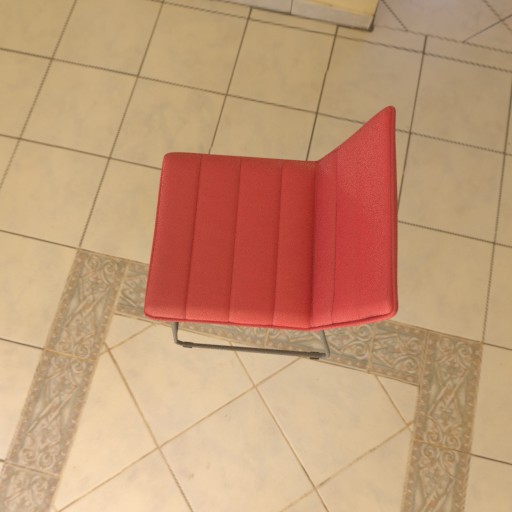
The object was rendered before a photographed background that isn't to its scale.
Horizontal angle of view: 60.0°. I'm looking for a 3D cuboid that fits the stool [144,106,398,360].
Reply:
[{"bbox_3d":[0.000,0.000,1.167,0.524,0.866,0.489,4,76,1],"label":"stool"}]
